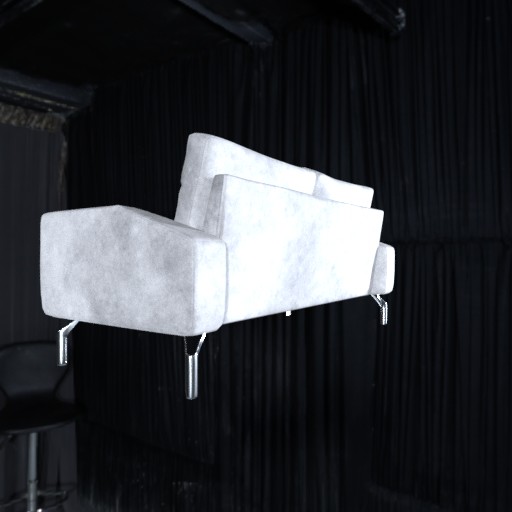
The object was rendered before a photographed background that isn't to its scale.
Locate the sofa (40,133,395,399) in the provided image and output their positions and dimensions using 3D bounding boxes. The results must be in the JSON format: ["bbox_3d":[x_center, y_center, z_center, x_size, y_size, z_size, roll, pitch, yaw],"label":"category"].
[{"bbox_3d":[0.000,0.000,2.273,0.849,0.859,1.837,0,0,35],"label":"sofa"}]
